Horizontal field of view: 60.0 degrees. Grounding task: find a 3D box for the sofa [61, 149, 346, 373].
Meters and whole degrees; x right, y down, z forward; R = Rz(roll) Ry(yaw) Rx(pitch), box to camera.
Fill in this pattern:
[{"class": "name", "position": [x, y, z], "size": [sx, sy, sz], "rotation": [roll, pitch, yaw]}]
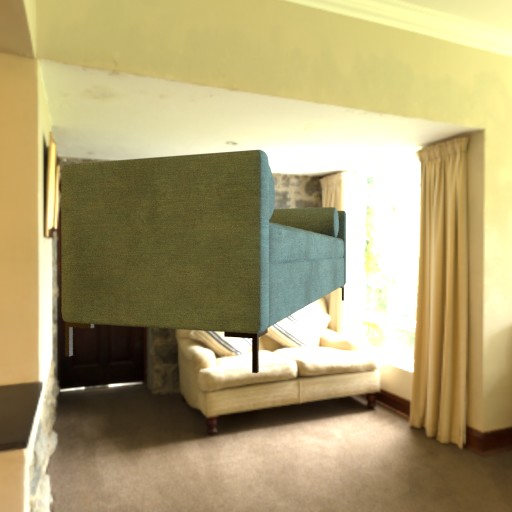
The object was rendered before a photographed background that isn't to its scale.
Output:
[{"class": "sofa", "position": [0.000, 0.000, 2.261], "size": [0.686, 0.635, 1.981], "rotation": [0, 0, 18]}]
